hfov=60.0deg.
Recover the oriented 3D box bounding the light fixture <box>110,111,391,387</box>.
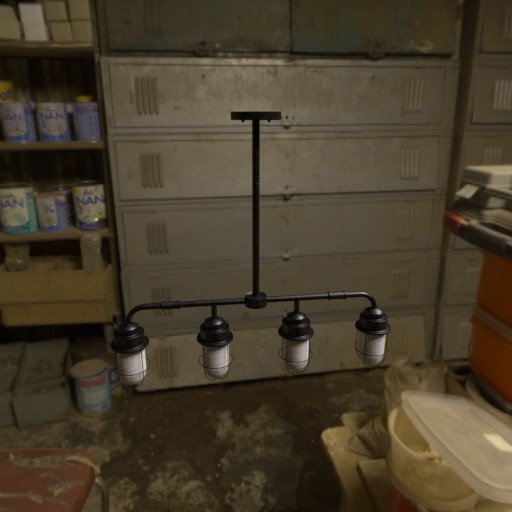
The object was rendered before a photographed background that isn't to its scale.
[{"bbox_3d":[0.000,0.000,1.268,0.852,0.785,0.131,-3,18,-8],"label":"light fixture"}]
